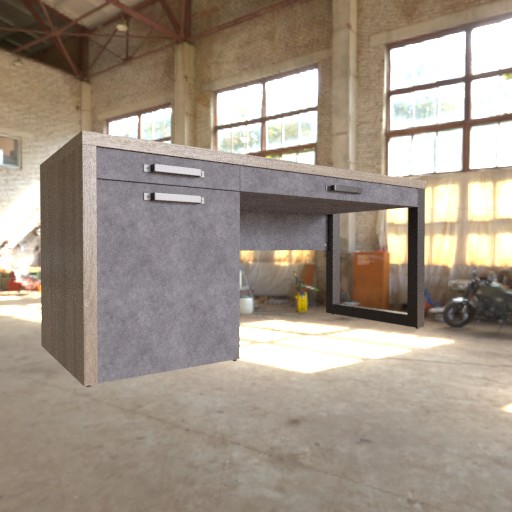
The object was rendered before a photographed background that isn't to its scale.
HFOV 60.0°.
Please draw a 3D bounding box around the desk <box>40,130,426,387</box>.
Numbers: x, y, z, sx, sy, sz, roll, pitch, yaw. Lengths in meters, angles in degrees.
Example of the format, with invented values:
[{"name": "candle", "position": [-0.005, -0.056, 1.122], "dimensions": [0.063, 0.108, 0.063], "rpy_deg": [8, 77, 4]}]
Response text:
[{"name": "desk", "position": [0.000, 0.000, 2.051], "dimensions": [1.700, 0.760, 0.690], "rpy_deg": [-1, 1, -36]}]
